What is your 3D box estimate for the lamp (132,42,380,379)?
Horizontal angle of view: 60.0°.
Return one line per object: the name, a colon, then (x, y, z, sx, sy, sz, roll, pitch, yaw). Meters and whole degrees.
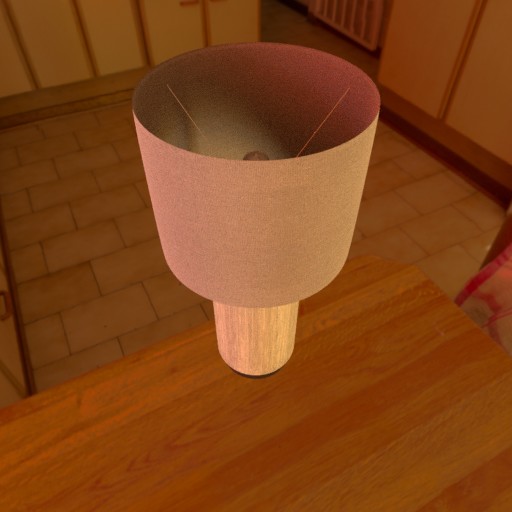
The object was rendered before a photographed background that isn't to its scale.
lamp: (0.000, 0.000, 0.570, 0.228, 0.444, 0.228, 24, 51, 21)
